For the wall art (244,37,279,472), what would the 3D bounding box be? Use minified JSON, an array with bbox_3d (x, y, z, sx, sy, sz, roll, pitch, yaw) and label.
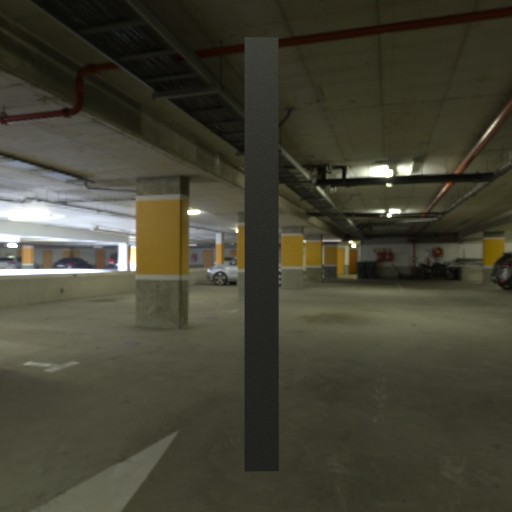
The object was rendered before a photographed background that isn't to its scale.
[{"bbox_3d":[0.000,0.000,0.774,0.040,0.509,0.509,0,-1,-1],"label":"wall art"}]
